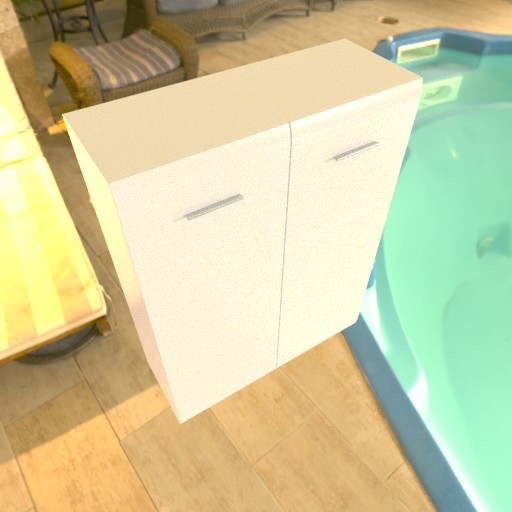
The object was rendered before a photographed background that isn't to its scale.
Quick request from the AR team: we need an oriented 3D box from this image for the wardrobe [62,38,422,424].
[{"bbox_3d":[0.000,0.000,1.585,0.900,1.200,0.360,-25,51,-22],"label":"wardrobe"}]
